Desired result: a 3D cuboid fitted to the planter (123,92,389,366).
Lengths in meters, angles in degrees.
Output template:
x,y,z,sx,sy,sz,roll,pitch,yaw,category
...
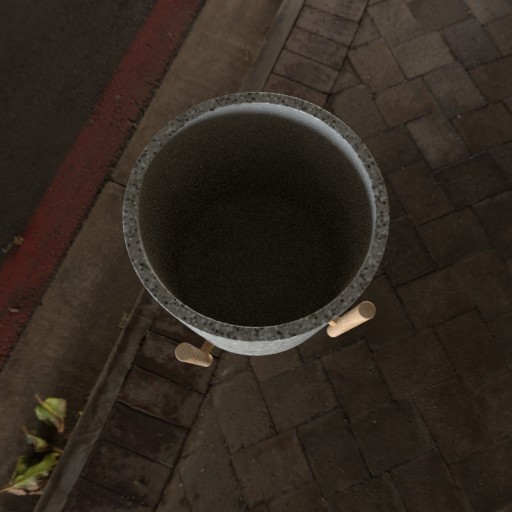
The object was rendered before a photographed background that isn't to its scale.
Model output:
x,y,z,sx,sy,sz,roll,pitch,yaw,category
0.000,0.000,0.706,0.360,0.419,0.360,-34,77,-9,planter
